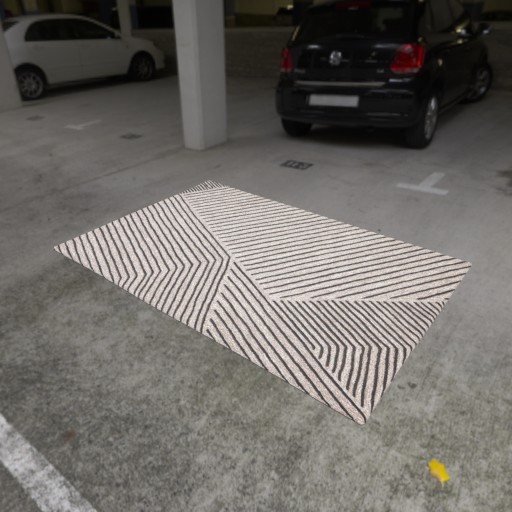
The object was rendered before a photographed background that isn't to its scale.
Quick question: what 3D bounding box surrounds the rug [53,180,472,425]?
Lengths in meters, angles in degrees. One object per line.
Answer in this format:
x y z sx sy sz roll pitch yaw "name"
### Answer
0.000 0.000 2.330 1.842 0.019 1.237 22 38 32 "rug"
